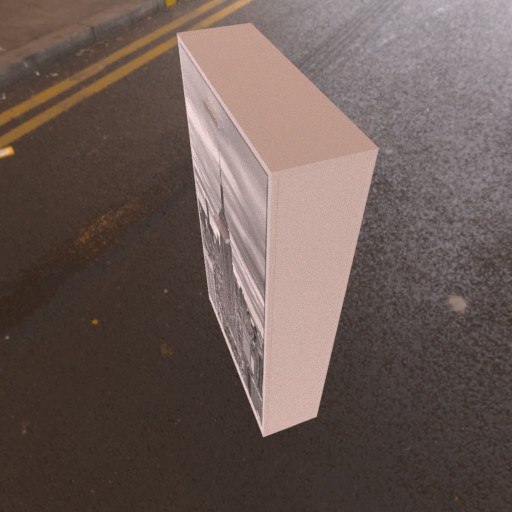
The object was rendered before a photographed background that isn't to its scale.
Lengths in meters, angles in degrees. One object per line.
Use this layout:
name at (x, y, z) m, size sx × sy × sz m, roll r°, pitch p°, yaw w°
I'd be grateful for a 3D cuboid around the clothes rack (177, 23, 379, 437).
clothes rack at (0.000, 0.000, 1.574) m, size 0.250 × 1.280 × 0.750 m, roll -15°, pitch 48°, yaw -14°
